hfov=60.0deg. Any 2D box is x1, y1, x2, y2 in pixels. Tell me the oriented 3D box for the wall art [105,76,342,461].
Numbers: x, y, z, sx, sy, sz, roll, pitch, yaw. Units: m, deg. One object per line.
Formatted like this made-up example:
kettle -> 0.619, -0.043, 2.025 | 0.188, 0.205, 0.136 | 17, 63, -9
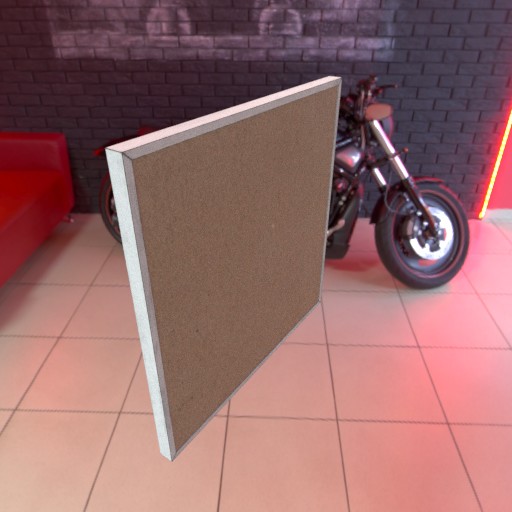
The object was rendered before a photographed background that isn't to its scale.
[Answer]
wall art -> 0.000, 0.000, 1.140 | 0.038, 0.762, 0.762 | 20, 37, 29
